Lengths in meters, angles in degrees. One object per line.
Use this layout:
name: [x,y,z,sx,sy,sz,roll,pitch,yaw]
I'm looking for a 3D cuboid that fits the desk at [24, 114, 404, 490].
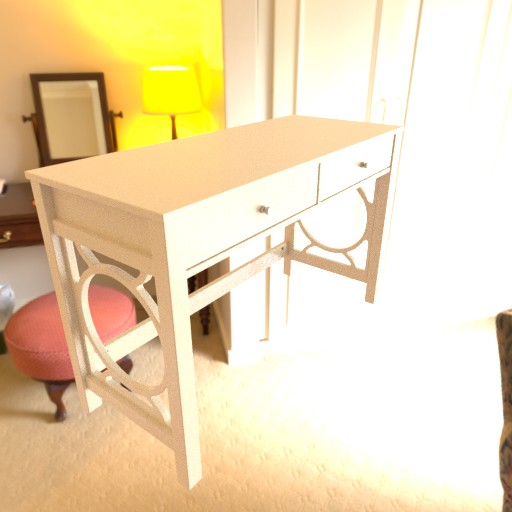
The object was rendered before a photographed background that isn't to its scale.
desk: [0.000,0.000,1.525,0.504,0.762,1.191,18,31,33]
